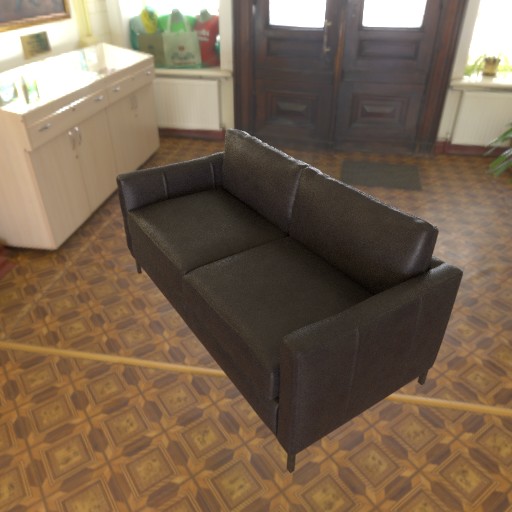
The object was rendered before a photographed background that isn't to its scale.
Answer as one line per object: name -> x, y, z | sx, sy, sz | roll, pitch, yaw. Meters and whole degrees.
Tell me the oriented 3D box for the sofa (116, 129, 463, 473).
sofa -> 0.000, 0.000, 2.332 | 0.947, 0.883, 1.805 | -21, 38, -29
